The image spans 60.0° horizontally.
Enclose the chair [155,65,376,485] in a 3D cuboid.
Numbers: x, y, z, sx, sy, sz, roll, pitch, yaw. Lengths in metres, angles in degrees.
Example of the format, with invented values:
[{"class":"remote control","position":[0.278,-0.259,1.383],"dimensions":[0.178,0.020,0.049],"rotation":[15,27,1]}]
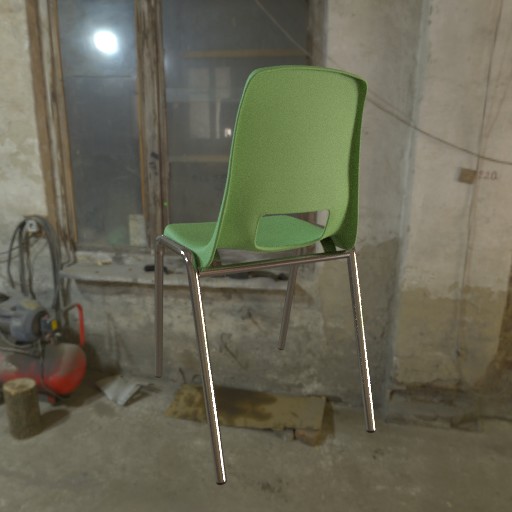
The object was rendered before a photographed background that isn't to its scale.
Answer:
[{"class":"chair","position":[0.000,0.000,0.954],"dimensions":[0.381,0.704,0.436],"rotation":[-7,16,-25]}]
